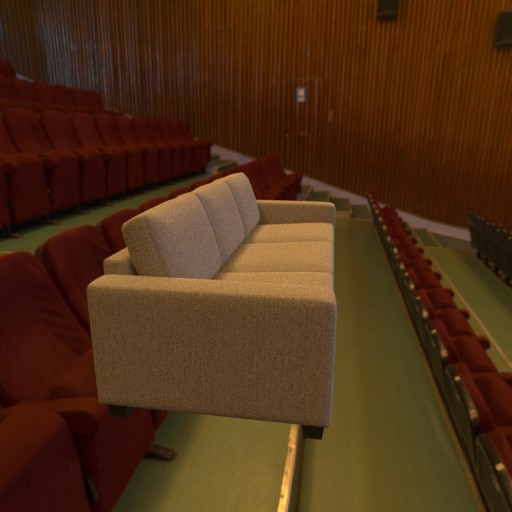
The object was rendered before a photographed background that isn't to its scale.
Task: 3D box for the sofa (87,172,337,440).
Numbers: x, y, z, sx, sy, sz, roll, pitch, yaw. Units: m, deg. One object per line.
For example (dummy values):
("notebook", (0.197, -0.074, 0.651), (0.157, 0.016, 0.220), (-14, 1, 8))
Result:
("sofa", (0.000, 0.000, 2.549), (0.900, 0.800, 2.120), (3, 16, 9))
